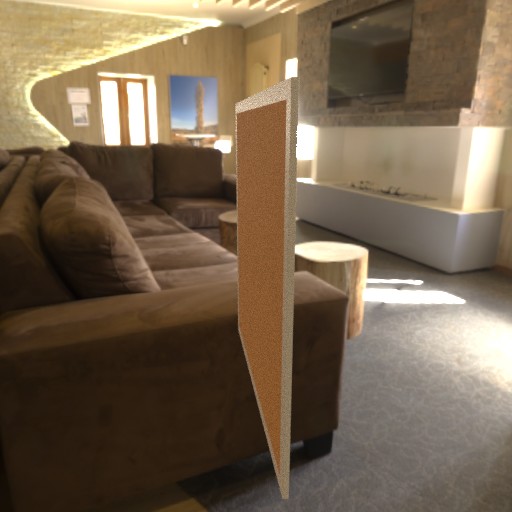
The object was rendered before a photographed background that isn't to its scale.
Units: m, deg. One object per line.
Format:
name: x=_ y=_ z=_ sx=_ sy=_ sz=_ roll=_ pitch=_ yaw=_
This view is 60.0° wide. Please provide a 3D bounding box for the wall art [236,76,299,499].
wall art: x=0.000 y=0.000 z=0.817 sx=0.009 sy=0.559 sz=0.558 roll=-2 pitch=16 yaw=-8
